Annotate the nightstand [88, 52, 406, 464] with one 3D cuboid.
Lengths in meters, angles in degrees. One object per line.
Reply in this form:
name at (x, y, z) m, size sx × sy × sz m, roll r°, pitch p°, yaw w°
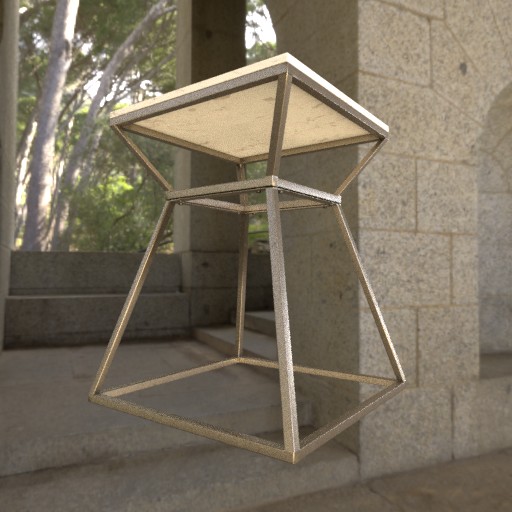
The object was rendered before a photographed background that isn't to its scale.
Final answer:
nightstand at (0.000, 0.000, 0.894) m, size 0.455 × 0.554 × 0.455 m, roll -1°, pitch -2°, yaw 36°
